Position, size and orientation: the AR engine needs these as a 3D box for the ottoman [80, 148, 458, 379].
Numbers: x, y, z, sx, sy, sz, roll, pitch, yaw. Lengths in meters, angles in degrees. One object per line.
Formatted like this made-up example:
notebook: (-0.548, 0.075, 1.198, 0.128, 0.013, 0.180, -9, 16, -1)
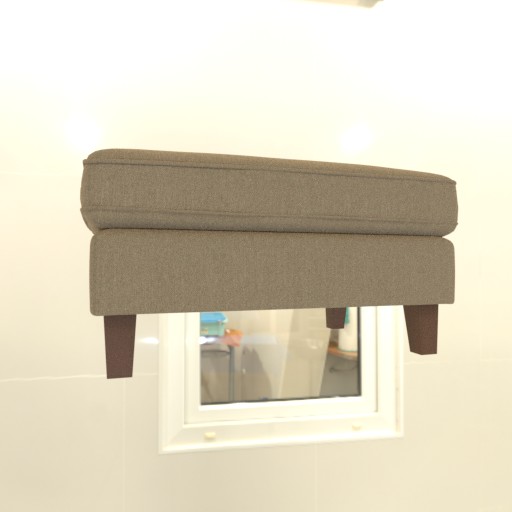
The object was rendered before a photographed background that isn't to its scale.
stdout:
ottoman: (0.000, 0.000, 1.295, 0.945, 0.521, 0.636, 0, -1, -18)
